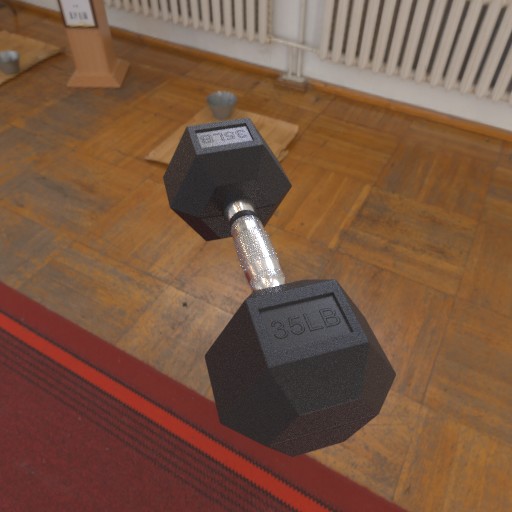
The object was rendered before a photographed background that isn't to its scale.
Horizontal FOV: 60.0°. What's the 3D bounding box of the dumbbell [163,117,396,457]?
[{"bbox_3d":[0.000,0.000,0.434,0.141,0.123,0.356,-12,48,-11],"label":"dumbbell"}]
